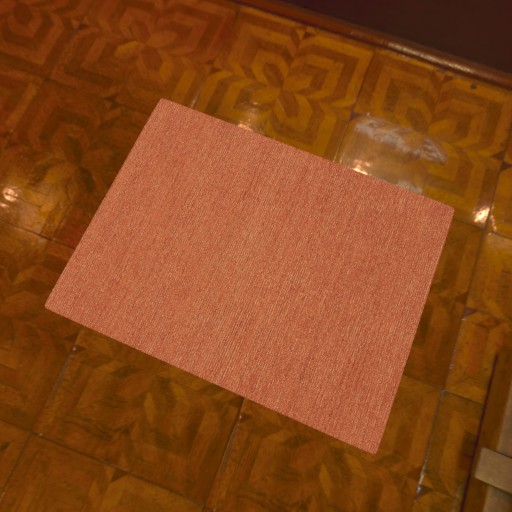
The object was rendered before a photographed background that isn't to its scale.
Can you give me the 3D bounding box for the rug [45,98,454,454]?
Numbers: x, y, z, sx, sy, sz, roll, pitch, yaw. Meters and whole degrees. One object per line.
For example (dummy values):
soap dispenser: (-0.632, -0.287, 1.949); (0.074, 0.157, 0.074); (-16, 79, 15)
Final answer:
rug: (0.000, 0.000, 2.759); (2.112, 0.009, 1.594); (22, 75, 6)
